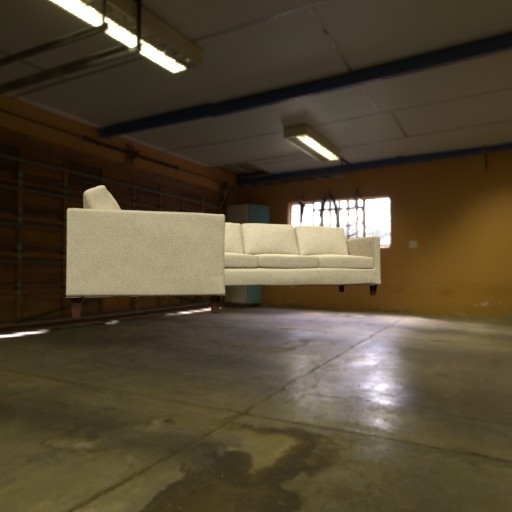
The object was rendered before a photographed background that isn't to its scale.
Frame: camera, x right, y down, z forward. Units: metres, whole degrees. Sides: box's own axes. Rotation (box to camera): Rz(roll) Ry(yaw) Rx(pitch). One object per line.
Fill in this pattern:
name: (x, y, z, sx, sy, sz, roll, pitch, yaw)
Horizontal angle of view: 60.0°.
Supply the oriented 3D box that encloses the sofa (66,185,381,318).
sofa: (0.000, 0.000, 4.344, 3.182, 0.863, 2.432, 1, -2, -17)
